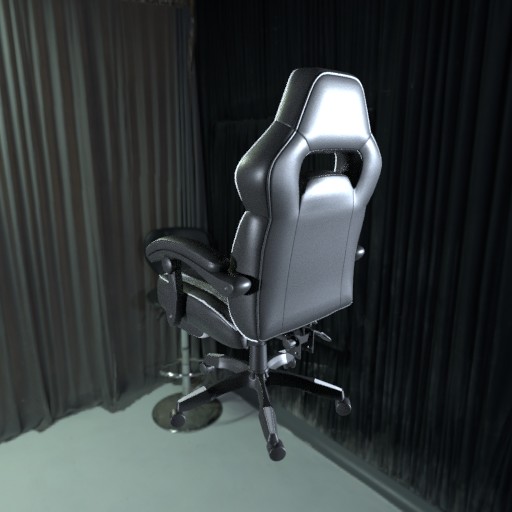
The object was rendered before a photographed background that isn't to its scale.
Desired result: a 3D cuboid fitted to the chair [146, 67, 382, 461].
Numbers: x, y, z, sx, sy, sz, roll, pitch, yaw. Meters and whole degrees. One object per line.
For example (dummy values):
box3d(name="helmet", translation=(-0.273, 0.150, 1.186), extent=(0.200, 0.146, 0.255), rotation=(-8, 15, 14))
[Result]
box3d(name="chair", translation=(0.000, 0.000, 1.610), extent=(0.676, 1.200, 0.700), rotation=(-13, 19, -42))
